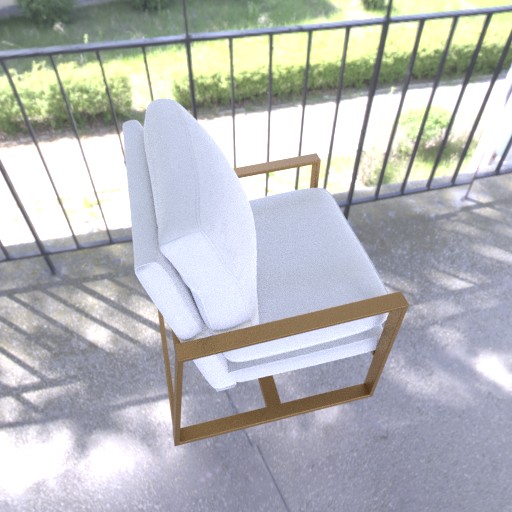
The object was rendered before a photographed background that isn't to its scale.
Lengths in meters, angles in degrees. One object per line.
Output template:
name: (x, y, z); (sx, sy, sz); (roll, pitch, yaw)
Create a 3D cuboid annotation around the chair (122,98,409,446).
chair: (0.000, 0.000, 1.579); (0.813, 0.966, 0.805); (-11, 48, -10)
